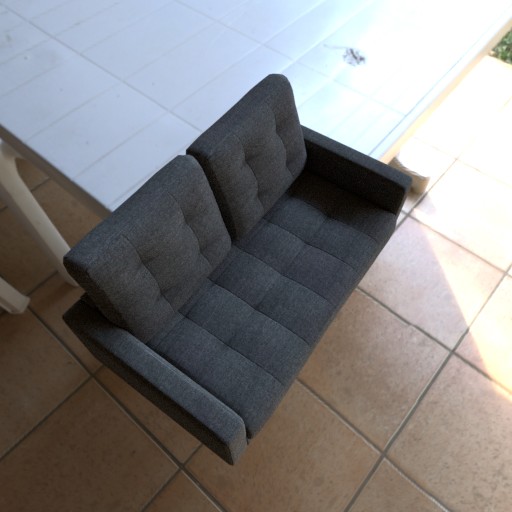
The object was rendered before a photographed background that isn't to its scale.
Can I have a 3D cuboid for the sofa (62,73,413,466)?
[{"bbox_3d":[0.000,0.000,1.915,0.842,0.907,1.407,31,62,18],"label":"sofa"}]
